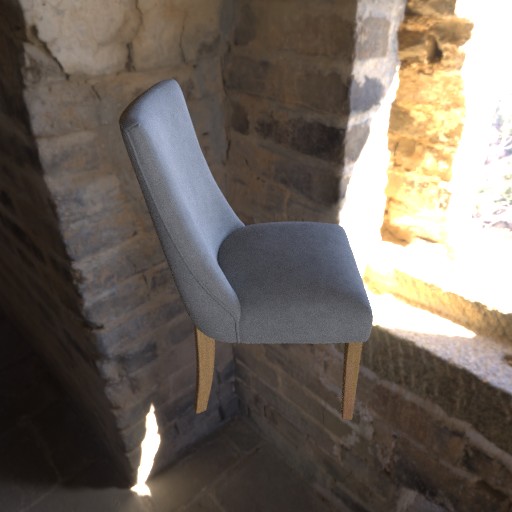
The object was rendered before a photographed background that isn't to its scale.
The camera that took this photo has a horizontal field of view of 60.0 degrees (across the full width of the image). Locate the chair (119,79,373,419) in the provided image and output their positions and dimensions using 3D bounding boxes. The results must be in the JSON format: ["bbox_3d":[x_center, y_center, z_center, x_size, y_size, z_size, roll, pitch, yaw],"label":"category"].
[{"bbox_3d":[0.000,0.000,1.298,0.610,0.902,0.495,0,32,0],"label":"chair"}]
